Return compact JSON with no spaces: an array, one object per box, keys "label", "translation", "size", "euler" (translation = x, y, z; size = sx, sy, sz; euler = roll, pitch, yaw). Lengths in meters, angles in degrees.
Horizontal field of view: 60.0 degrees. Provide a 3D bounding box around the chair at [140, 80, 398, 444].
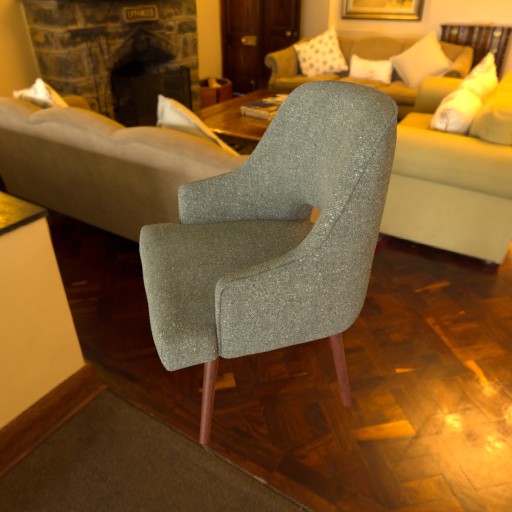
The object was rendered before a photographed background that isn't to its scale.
[{"label":"chair","translation":[0.000,0.000,1.256],"size":[0.629,0.875,0.608],"euler":[-9,32,-14]}]
